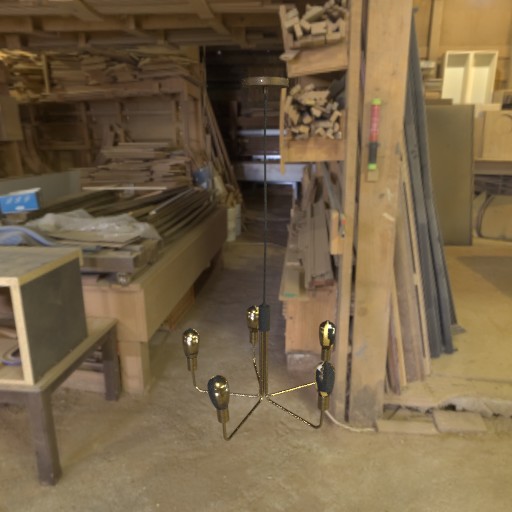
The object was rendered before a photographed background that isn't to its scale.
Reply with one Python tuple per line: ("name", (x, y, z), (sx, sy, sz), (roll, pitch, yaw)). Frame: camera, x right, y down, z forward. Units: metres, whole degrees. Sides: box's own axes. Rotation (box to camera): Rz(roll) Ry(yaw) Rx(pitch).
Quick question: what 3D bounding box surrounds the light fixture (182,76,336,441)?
("light fixture", (0.000, 0.000, 1.420), (0.532, 1.059, 0.588), (3, 16, 10))
